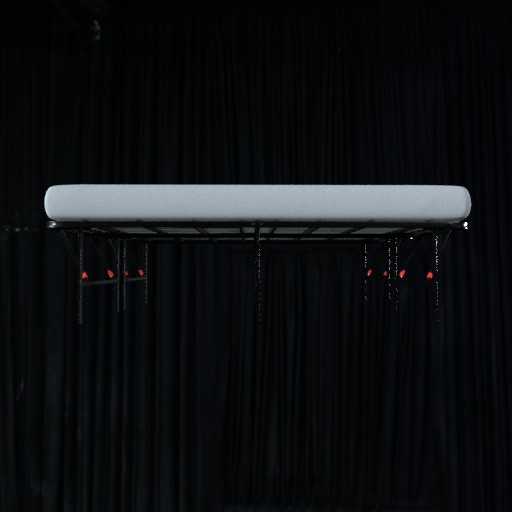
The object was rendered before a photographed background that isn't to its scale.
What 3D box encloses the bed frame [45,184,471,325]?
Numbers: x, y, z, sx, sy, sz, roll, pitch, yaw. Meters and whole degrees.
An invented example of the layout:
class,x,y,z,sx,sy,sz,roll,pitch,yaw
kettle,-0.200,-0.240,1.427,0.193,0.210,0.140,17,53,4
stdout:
class,x,y,z,sx,sy,sz,roll,pitch,yaw
bed frame,0.000,0.000,2.611,1.905,0.637,1.372,0,-2,-1
